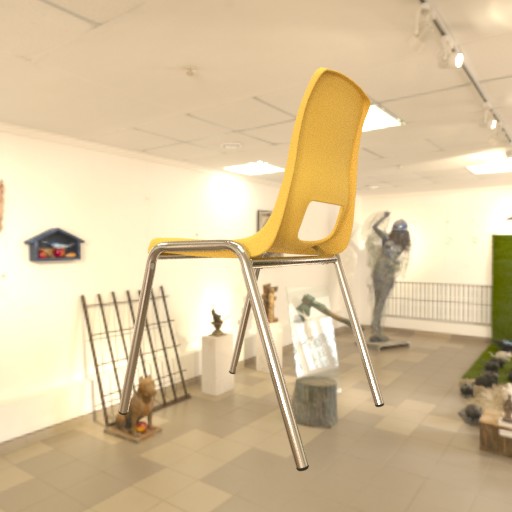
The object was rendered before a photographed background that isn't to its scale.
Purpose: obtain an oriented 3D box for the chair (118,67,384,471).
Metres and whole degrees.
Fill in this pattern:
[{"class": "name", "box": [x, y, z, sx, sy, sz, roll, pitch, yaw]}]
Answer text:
[{"class": "chair", "box": [0.000, 0.000, 0.936, 0.436, 0.653, 0.381, 1, 1, 36]}]
